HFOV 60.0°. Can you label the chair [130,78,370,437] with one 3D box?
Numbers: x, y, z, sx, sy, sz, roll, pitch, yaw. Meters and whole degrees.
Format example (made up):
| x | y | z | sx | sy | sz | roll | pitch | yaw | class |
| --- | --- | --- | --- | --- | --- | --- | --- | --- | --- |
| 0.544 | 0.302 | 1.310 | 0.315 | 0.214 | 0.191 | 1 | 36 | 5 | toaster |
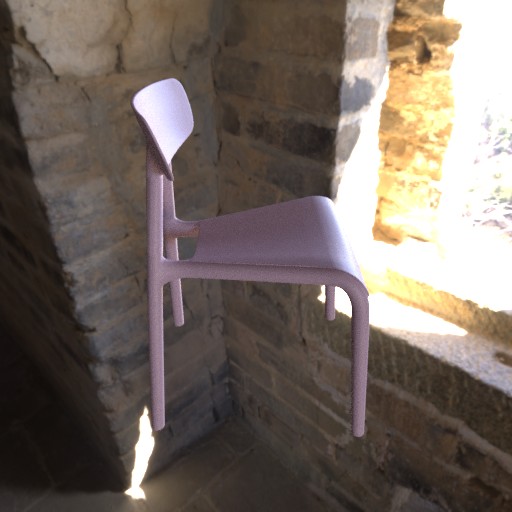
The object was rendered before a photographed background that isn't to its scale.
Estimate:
| x | y | z | sx | sy | sz | roll | pitch | yaw | class |
| --- | --- | --- | --- | --- | --- | --- | --- | --- | --- |
| 0.000 | 0.000 | 0.821 | 0.401 | 0.580 | 0.356 | 0 | 32 | -1 | chair |
